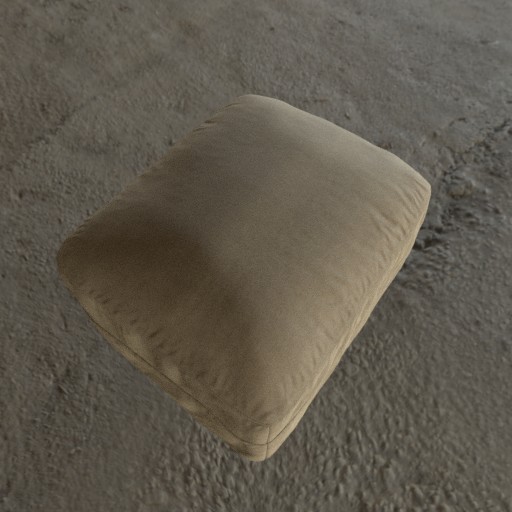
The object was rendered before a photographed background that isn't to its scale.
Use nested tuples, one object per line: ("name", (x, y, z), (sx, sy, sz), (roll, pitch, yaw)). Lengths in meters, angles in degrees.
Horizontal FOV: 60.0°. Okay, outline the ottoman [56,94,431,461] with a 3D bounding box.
("ottoman", (0.000, 0.000, 1.063), (0.584, 0.480, 0.712), (32, 63, 19))
